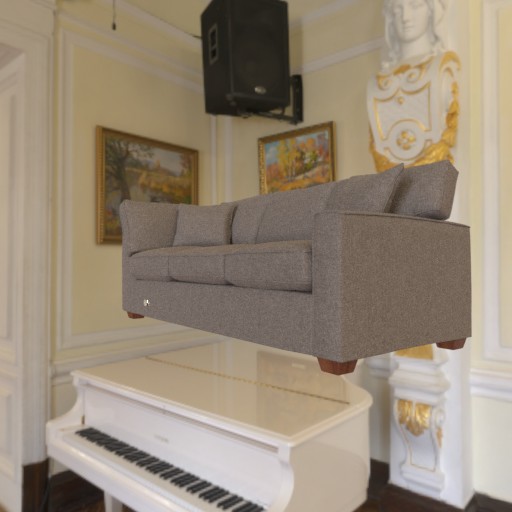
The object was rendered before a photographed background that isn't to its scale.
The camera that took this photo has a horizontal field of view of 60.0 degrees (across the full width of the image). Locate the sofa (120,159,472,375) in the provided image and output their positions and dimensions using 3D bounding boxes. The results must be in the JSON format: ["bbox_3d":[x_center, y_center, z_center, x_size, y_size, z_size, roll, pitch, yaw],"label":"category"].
[{"bbox_3d":[0.000,0.000,2.879,1.061,0.962,2.317,1,-1,-37],"label":"sofa"}]
